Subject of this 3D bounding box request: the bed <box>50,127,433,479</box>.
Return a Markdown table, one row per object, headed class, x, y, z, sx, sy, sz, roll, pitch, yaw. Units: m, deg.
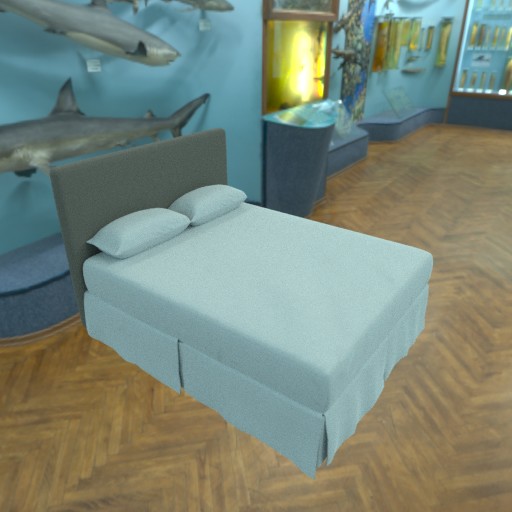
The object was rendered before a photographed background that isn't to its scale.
| class | x | y | z | sx | sy | sz | roll | pitch | yaw |
| --- | --- | --- | --- | --- | --- | --- | --- | --- | --- |
| bed | 0.000 | 0.000 | 3.178 | 2.142 | 1.330 | 1.748 | 19 | 32 | 32 |
